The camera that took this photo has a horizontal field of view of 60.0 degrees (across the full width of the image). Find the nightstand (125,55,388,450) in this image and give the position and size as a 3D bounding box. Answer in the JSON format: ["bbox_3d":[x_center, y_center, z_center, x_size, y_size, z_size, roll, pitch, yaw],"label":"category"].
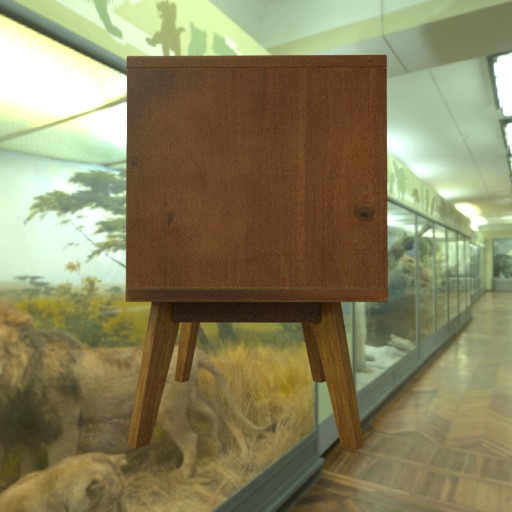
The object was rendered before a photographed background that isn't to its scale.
[{"bbox_3d":[0.000,0.000,0.913,0.411,0.618,0.460,0,-1,1],"label":"nightstand"}]
